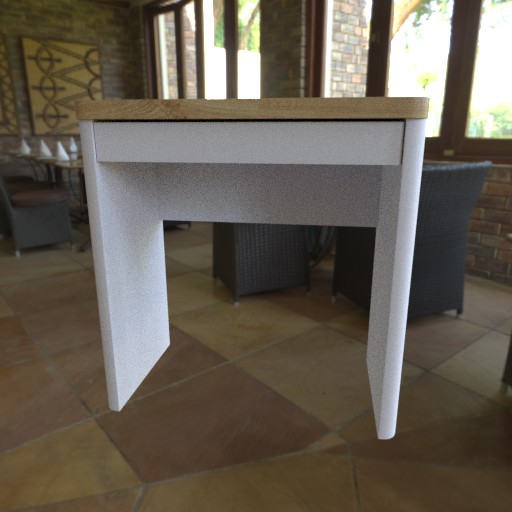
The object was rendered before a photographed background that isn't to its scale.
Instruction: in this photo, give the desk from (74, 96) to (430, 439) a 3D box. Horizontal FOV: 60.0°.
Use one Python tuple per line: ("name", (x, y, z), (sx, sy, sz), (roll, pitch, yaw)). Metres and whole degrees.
("desk", (0.000, 0.000, 1.217), (0.760, 0.790, 0.440), (3, 16, 9))
